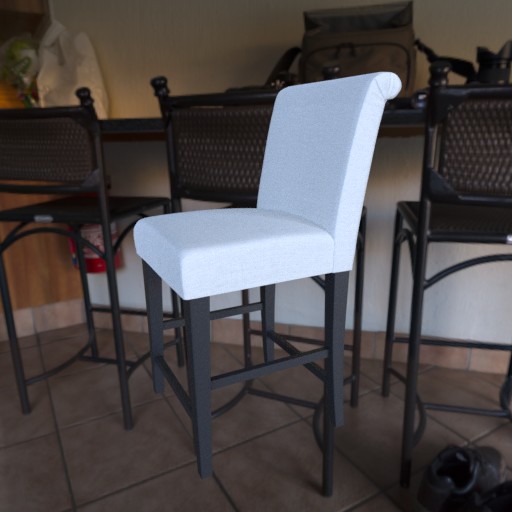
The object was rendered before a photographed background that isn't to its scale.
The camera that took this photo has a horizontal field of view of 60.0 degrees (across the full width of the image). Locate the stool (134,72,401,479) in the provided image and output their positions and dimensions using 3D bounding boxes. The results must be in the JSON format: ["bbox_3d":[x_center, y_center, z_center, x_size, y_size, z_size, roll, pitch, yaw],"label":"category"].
[{"bbox_3d":[0.000,0.000,1.284,0.597,0.976,0.452,-8,18,-27],"label":"stool"}]
